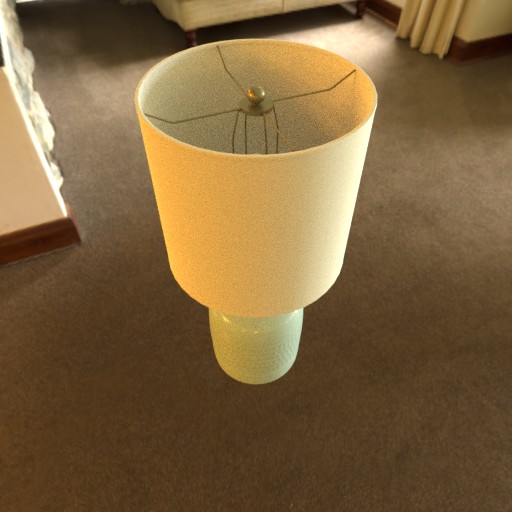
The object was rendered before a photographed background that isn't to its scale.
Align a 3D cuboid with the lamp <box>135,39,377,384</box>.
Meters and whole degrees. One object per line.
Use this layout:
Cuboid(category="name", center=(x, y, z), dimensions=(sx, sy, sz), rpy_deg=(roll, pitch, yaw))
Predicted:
Cuboid(category="lamp", center=(0.000, 0.000, 1.094), dimensions=(0.418, 0.871, 0.418), rpy_deg=(12, 49, 11))
